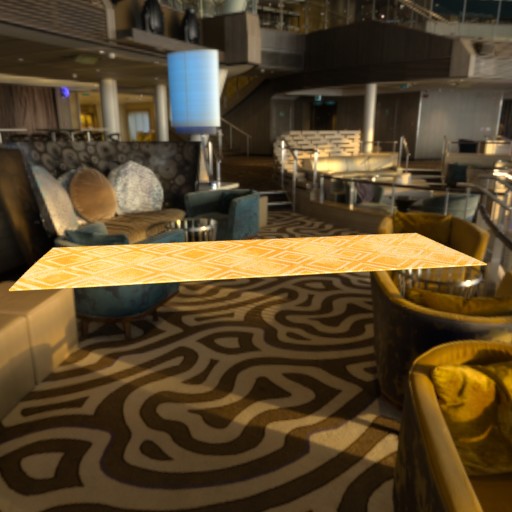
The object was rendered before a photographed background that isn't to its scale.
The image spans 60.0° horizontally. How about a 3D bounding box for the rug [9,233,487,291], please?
[{"bbox_3d":[0.000,0.000,2.584,2.438,0.010,0.775,-3,16,-9],"label":"rug"}]
